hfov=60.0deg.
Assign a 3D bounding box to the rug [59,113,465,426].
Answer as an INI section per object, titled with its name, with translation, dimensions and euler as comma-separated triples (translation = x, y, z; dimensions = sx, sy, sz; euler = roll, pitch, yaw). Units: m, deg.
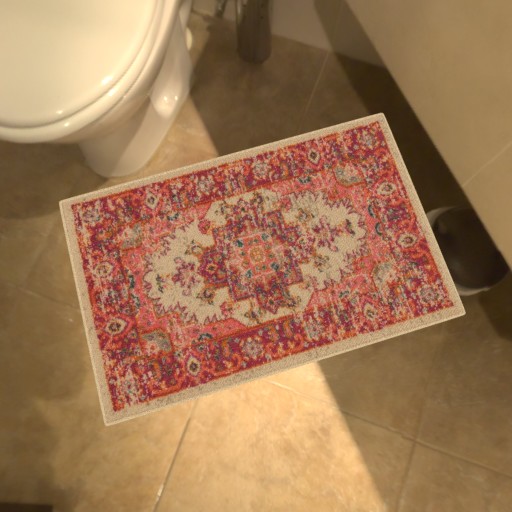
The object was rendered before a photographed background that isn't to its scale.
[rug]
translation = 0.000, 0.000, 1.077
dimensions = 0.868, 0.004, 0.556
euler = -16, 77, -4
